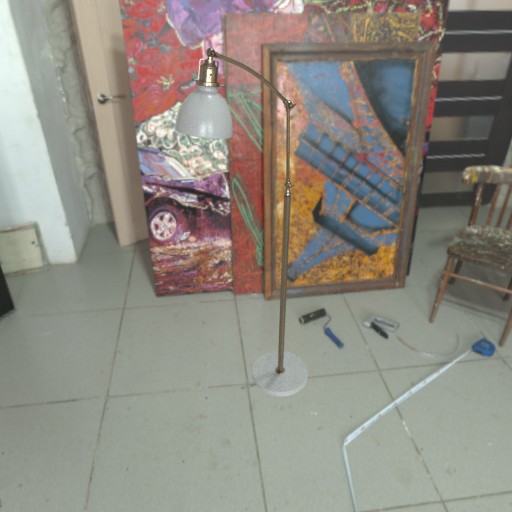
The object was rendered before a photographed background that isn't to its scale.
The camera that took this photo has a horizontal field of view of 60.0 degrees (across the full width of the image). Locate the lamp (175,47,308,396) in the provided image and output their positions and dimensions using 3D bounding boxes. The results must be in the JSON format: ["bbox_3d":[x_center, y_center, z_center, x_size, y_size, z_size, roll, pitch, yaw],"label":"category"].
[{"bbox_3d":[0.000,0.000,1.823,0.599,1.586,0.288,-22,38,-31],"label":"lamp"}]
